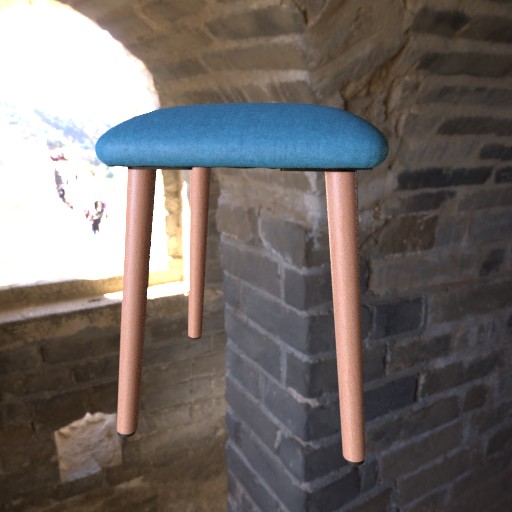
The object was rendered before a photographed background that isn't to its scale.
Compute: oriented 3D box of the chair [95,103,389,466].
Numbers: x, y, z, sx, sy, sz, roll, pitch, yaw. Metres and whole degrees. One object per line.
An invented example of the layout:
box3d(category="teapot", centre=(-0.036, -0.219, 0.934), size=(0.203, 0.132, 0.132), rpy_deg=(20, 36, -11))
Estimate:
box3d(category="chair", centre=(0.000, 0.000, 0.698), size=(0.360, 0.450, 0.360), rpy_deg=(3, 15, 10))
